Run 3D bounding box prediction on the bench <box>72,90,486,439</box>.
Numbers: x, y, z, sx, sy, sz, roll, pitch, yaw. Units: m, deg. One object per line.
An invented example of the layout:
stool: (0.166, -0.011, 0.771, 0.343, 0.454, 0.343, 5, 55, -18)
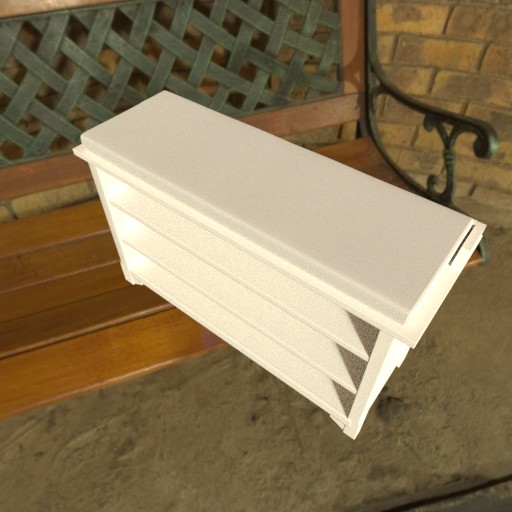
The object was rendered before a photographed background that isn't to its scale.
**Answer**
bench: (0.000, 0.000, 1.262, 0.987, 0.589, 0.346, 30, 54, 25)
